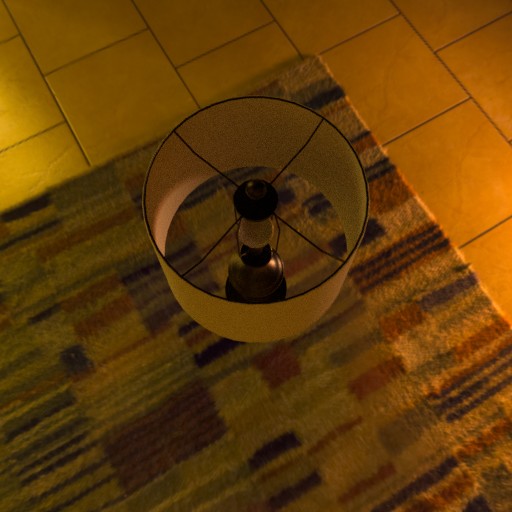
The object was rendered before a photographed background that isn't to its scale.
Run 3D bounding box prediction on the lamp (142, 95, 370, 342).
[{"bbox_3d":[0.000,0.000,0.971,0.383,0.726,0.383,0,74,0],"label":"lamp"}]
